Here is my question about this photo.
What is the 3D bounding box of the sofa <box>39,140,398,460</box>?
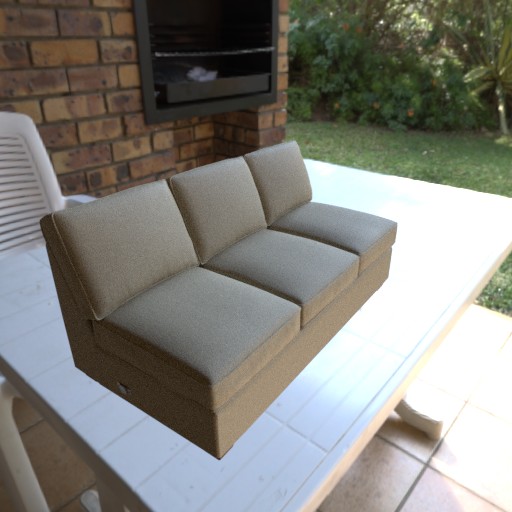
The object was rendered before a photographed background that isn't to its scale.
[{"bbox_3d":[0.000,0.000,2.560,1.027,0.973,1.962,18,32,32],"label":"sofa"}]
